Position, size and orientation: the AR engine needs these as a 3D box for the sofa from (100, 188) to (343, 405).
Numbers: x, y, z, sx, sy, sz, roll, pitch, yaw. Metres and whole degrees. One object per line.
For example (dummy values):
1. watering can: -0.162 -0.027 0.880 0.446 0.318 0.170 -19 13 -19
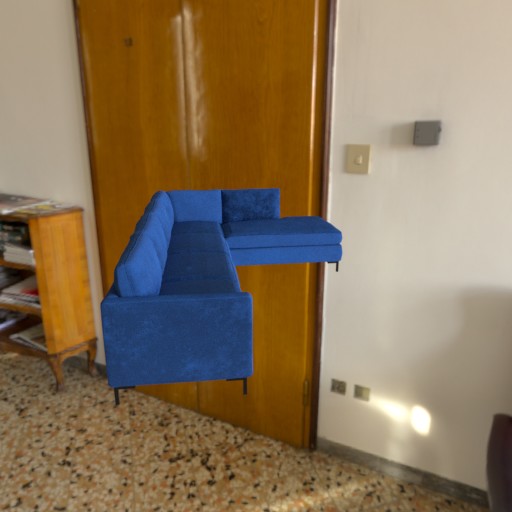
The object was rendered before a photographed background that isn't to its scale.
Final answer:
1. sofa: 0.000 0.000 3.224 1.707 0.687 2.486 -2 16 -8
